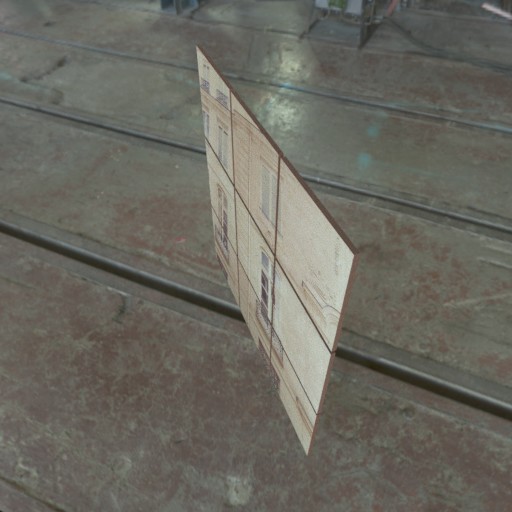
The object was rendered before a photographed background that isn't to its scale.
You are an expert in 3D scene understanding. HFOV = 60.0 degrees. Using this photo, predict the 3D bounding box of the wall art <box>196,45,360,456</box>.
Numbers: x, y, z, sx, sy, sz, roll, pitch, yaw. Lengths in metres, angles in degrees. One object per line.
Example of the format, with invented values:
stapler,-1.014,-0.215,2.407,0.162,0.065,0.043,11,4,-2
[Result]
wall art,0.000,0.000,1.798,0.024,1.218,1.221,-16,49,-15
